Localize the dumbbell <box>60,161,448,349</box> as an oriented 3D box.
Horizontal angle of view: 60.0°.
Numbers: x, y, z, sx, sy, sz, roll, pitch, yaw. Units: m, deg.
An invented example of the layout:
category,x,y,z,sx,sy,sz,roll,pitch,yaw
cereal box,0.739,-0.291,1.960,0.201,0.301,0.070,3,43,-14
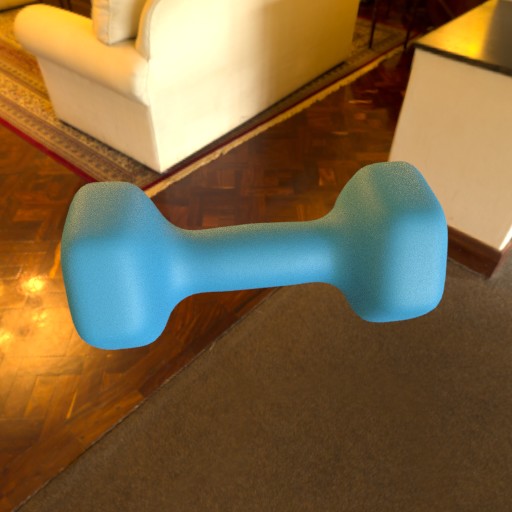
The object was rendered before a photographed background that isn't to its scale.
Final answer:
category,x,y,z,sx,sy,sz,roll,pitch,yaw
dumbbell,0.000,0.000,0.192,0.152,0.066,0.074,-4,46,-4
